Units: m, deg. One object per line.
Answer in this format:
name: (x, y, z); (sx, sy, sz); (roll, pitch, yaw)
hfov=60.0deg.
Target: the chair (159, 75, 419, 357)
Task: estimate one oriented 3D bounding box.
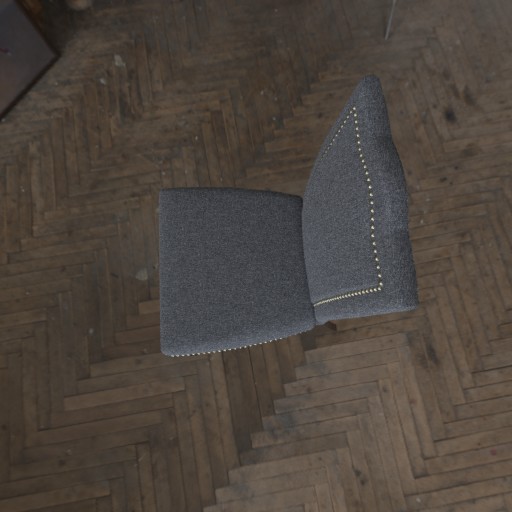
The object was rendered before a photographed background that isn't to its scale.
chair: (0.000, 0.000, 1.278); (0.589, 0.946, 0.518); (-4, 74, -1)
